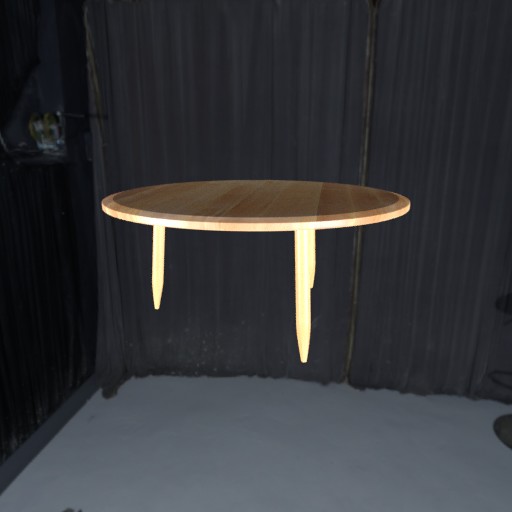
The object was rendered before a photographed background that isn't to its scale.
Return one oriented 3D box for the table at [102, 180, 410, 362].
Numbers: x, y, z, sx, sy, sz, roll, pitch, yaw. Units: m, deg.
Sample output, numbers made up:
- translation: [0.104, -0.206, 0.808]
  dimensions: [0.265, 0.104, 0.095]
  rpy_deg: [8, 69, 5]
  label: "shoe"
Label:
- translation: [0.000, 0.000, 1.415]
  dimensions: [0.900, 0.400, 0.900]
  rpy_deg: [0, 15, 0]
  label: "table"
